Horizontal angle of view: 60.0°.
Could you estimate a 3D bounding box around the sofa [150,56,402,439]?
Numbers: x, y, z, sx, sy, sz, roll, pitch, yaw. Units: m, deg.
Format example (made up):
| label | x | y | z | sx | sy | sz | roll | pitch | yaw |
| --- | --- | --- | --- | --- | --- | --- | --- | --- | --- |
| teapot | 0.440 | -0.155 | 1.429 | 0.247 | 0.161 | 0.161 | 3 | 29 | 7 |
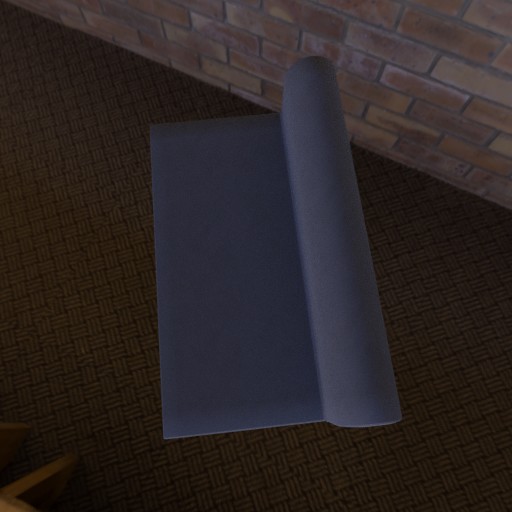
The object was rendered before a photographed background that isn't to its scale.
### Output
| label | x | y | z | sx | sy | sz | roll | pitch | yaw |
| --- | --- | --- | --- | --- | --- | --- | --- | --- | --- |
| sofa | 0.000 | 0.000 | 1.663 | 0.762 | 0.660 | 1.219 | -6 | 73 | -2 |
